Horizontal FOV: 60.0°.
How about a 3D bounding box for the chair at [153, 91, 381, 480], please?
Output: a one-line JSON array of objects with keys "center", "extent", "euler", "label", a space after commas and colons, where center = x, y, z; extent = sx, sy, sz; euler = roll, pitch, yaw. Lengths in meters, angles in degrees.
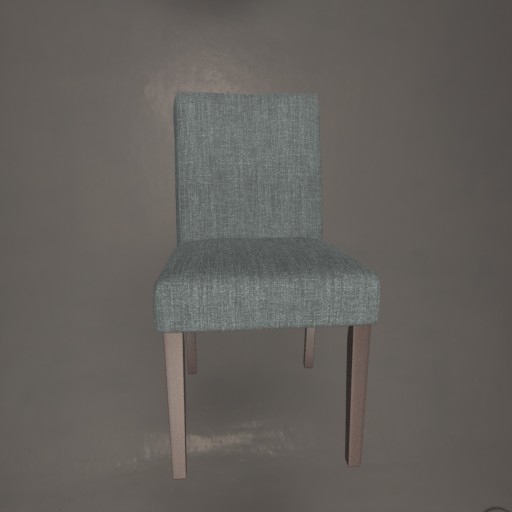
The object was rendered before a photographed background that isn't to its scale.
[{"center": [0.000, 0.000, 1.201], "extent": [0.487, 0.884, 0.629], "euler": [-1, 15, -5], "label": "chair"}]
